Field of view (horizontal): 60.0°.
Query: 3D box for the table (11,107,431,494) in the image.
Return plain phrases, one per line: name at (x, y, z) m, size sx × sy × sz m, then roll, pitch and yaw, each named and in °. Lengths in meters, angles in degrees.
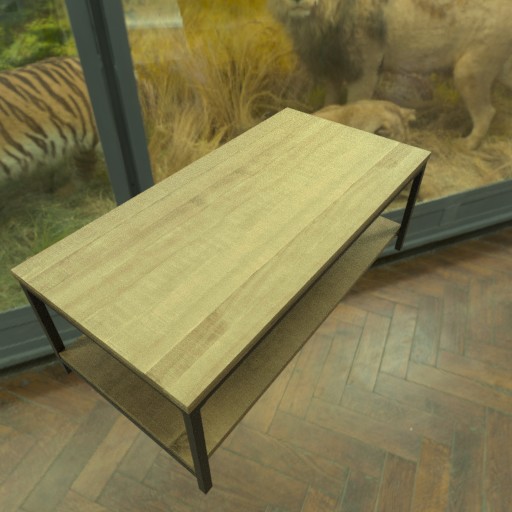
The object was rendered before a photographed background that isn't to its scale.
table at (0.000, 0.000, 1.330) m, size 0.551 × 0.399 × 1.100 m, roll 27°, pitch 49°, yaw 27°
